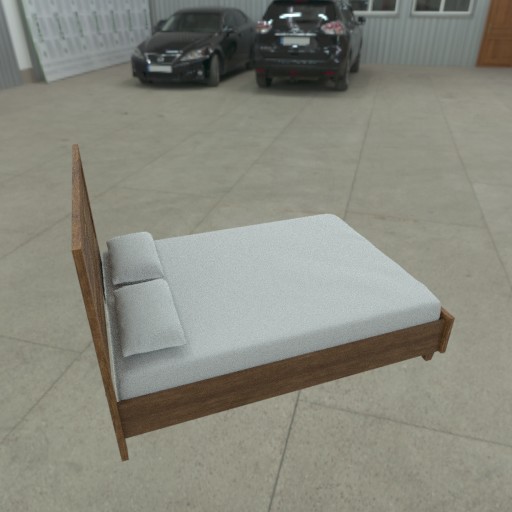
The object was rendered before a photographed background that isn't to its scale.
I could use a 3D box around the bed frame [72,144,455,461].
[{"bbox_3d":[0.000,0.000,3.258,2.276,1.417,1.696,-10,31,-17],"label":"bed frame"}]
